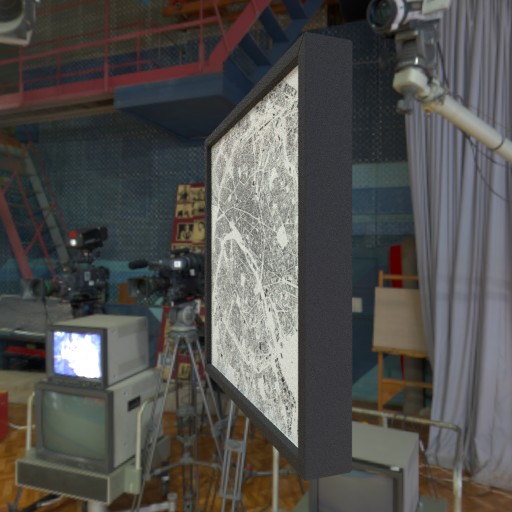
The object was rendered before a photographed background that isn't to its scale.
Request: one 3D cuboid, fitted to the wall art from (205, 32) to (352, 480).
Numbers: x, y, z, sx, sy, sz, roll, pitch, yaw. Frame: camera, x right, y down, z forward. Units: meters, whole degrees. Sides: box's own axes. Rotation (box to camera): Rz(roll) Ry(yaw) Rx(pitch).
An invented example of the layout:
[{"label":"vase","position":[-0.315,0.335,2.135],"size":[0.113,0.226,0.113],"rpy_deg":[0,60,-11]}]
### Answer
[{"label":"wall art","position":[0.000,0.000,0.450],"size":[0.037,0.305,0.305],"rpy_deg":[0,0,-19]}]
